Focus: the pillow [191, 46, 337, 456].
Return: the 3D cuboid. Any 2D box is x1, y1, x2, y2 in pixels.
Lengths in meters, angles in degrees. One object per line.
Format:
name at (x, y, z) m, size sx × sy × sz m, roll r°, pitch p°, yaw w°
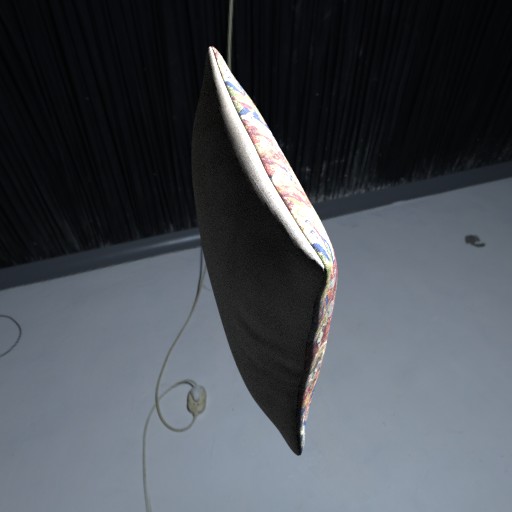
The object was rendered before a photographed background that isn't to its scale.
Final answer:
pillow at (0.000, 0.000, 0.766) m, size 0.166 × 0.506 × 0.523 m, roll -12°, pitch 49°, yaw -11°
